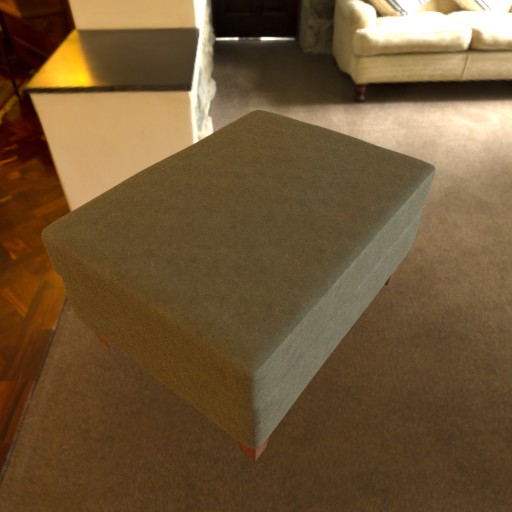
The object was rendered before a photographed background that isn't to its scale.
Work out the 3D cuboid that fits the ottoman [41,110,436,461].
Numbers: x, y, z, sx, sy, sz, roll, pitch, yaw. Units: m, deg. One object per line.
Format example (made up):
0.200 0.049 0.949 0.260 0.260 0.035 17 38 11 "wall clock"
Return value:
0.000 0.000 1.238 0.639 0.464 0.839 27 49 27 "ottoman"
